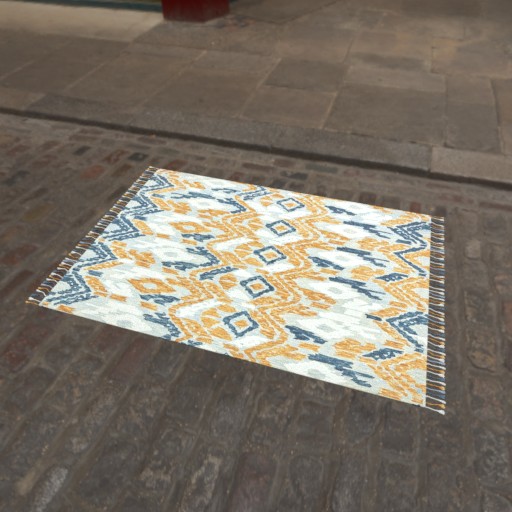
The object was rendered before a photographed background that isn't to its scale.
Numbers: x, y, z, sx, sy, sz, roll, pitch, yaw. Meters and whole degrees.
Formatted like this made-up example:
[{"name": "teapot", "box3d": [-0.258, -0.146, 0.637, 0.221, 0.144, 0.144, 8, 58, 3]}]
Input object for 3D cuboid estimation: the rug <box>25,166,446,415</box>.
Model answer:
[{"name": "rug", "box3d": [0.000, 0.000, 2.243, 1.827, 0.008, 1.230, 12, 44, 13]}]
